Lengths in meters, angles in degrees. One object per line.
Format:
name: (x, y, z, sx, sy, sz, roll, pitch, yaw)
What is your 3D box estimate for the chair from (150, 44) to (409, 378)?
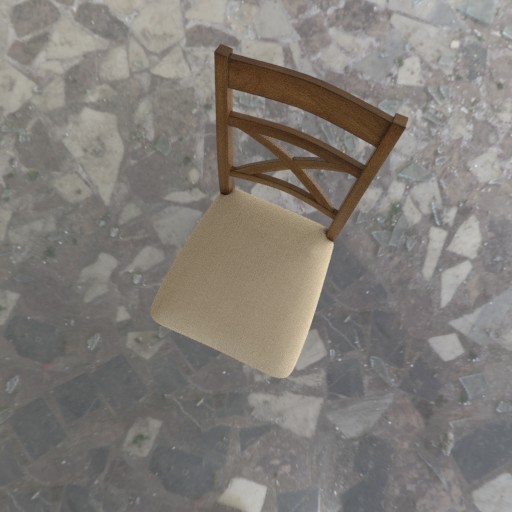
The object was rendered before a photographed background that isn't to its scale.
chair: (0.000, 0.000, 1.280, 0.461, 0.949, 0.581, 24, 78, 5)
